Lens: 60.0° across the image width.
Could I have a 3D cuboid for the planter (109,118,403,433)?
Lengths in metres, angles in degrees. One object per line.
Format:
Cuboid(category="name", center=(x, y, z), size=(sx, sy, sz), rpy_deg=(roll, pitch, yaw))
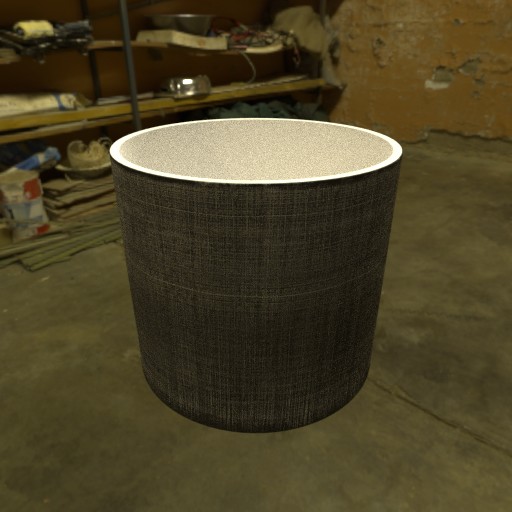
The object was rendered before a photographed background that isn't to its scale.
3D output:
Cuboid(category="planter", center=(0.000, 0.000, 0.392), size=(0.221, 0.201, 0.221), rpy_deg=(0, 26, 0))
